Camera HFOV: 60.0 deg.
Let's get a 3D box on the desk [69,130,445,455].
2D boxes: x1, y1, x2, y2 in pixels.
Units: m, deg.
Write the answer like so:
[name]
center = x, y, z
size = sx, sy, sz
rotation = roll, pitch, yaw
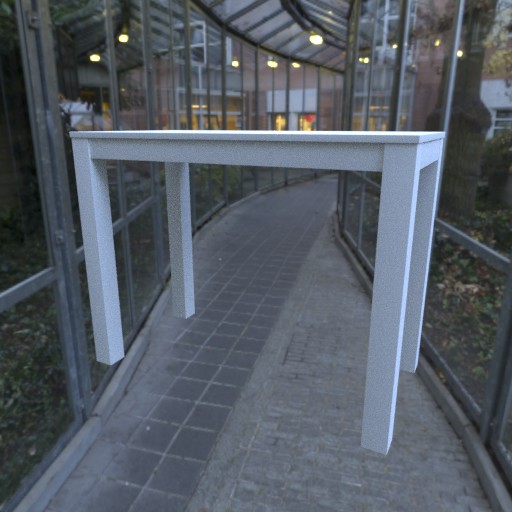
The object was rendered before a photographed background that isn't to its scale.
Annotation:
[desk]
center = 0.000, 0.000, 1.413
size = 0.990, 0.762, 0.497
rotation = 8, 18, 26
